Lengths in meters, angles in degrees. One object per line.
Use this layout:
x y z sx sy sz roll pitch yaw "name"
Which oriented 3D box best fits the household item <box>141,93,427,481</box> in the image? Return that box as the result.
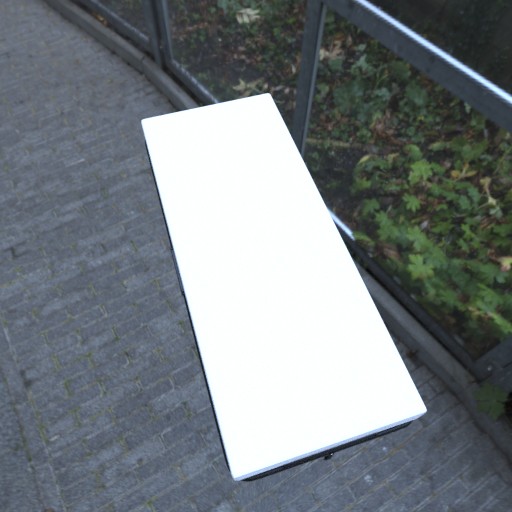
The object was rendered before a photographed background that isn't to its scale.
0.000 0.000 2.177 0.787 0.356 1.905 -15 60 -9 "household item"
